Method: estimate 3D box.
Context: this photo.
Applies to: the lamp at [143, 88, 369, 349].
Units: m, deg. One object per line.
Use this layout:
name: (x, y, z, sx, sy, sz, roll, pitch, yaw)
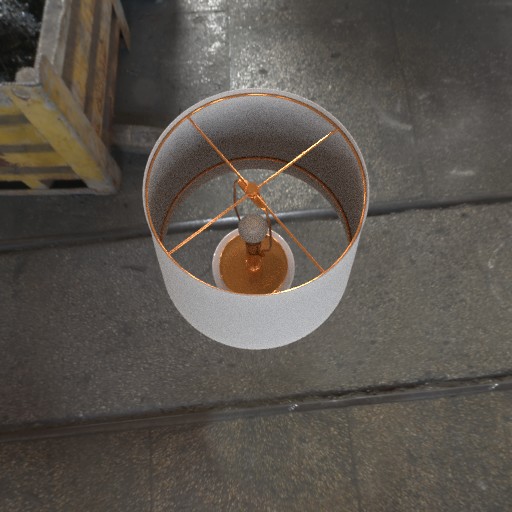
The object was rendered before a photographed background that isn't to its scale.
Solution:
lamp: (0.000, 0.000, 0.455, 0.189, 0.340, 0.189, 0, 74, 0)
